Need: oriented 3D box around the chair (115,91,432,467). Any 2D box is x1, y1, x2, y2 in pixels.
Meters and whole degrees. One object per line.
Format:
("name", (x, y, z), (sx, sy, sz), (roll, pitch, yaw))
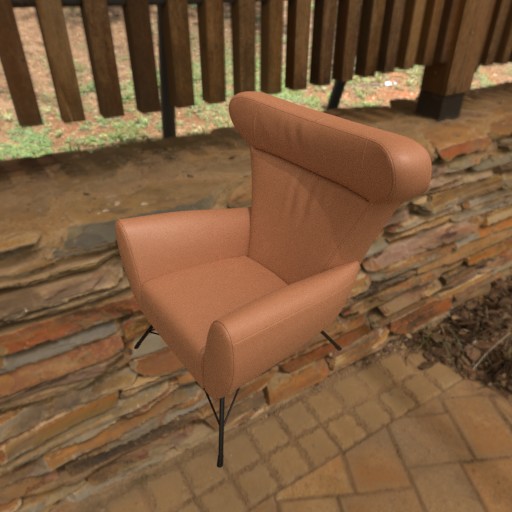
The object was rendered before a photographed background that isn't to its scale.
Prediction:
("chair", (0.000, 0.000, 1.775), (0.900, 1.050, 0.980), (-22, 39, -30))
